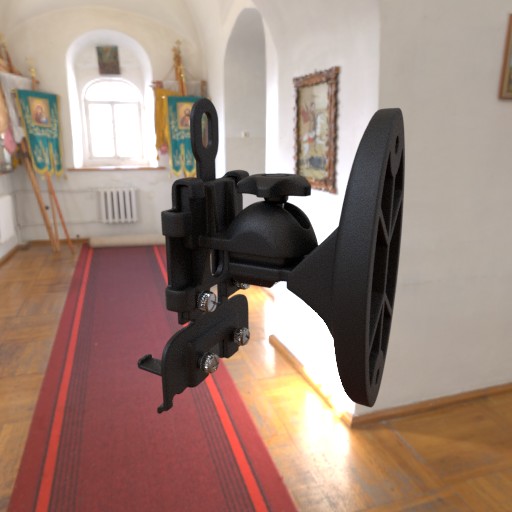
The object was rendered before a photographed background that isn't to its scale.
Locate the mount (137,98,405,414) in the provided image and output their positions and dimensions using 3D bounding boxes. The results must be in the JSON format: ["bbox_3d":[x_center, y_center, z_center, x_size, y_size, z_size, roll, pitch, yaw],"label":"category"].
[{"bbox_3d":[0.000,0.000,0.173,0.100,0.118,0.066,8,18,26],"label":"mount"}]
